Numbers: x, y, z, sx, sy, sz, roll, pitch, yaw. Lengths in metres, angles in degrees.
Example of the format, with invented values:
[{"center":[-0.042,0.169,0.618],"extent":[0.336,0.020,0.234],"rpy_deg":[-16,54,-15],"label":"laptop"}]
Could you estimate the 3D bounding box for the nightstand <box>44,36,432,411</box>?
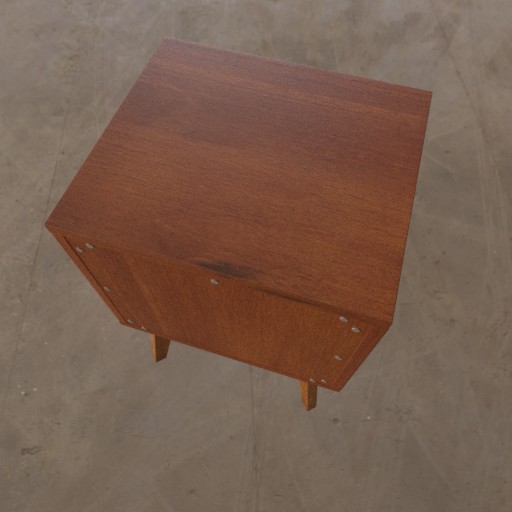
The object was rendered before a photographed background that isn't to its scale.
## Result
[{"center":[0.000,0.000,0.911],"extent":[0.460,0.618,0.411],"rpy_deg":[15,62,8],"label":"nightstand"}]
